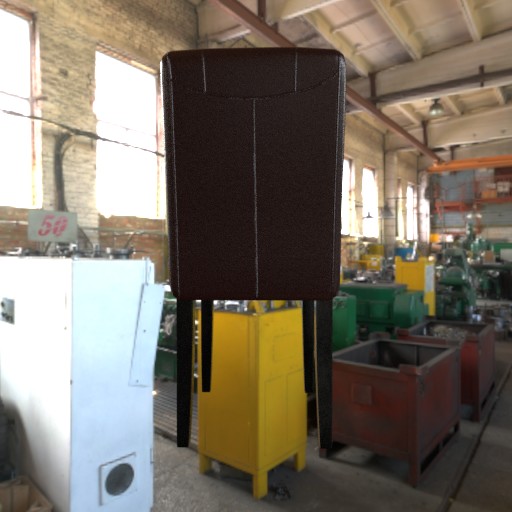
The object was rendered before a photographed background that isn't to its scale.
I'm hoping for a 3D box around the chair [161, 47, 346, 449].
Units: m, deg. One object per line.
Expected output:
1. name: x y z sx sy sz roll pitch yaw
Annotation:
1. chair: 0.000 0.000 1.212 0.399 0.897 0.556 0 1 1
